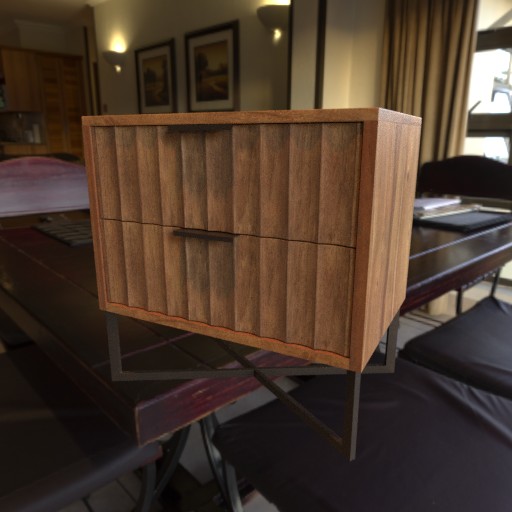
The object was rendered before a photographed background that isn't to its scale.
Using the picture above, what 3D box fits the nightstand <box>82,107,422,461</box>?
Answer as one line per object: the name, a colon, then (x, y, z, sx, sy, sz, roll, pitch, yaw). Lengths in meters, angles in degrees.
nightstand: (0.000, 0.000, 1.028, 0.613, 0.615, 0.427, 8, 17, 27)
